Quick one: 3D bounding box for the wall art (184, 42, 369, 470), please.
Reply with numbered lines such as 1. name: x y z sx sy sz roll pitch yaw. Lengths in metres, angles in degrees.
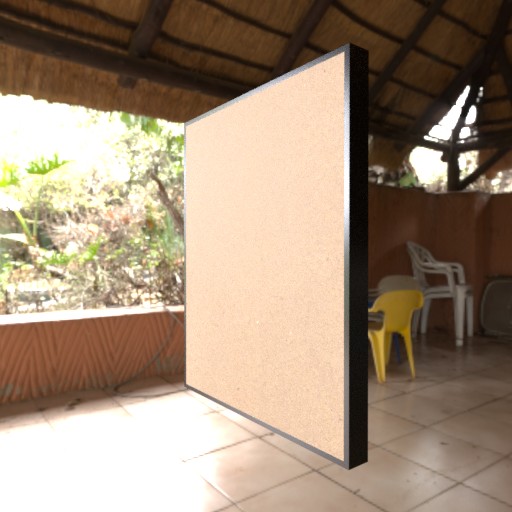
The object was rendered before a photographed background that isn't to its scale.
1. wall art: 0.000 0.000 0.760 0.038 0.551 0.448 0 1 -37
